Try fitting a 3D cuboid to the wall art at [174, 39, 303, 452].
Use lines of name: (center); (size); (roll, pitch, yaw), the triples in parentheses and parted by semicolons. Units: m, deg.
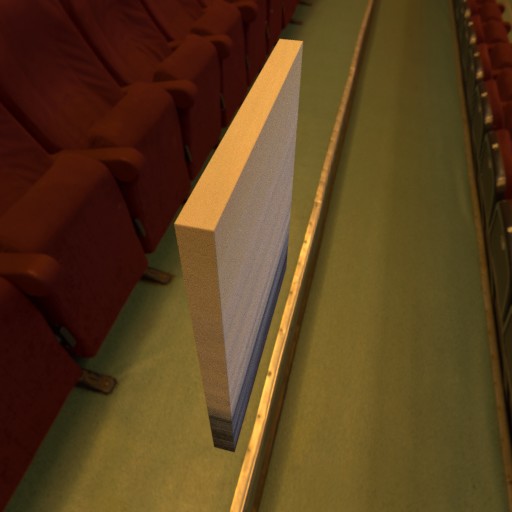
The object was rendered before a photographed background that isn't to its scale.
wall art: (0.000, 0.000, 0.714); (0.037, 0.511, 0.435); (10, 47, 10)
